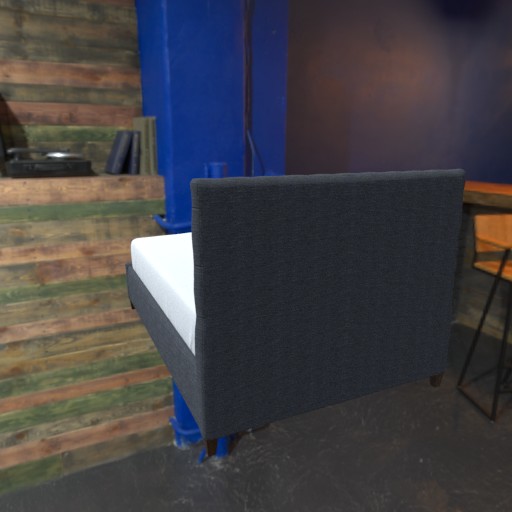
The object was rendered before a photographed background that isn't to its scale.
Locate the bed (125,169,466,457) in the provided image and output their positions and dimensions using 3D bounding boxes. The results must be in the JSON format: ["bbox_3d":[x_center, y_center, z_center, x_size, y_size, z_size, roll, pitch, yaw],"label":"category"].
[{"bbox_3d":[0.000,0.000,3.478,1.698,1.427,2.387,-7,16,-24],"label":"bed"}]
